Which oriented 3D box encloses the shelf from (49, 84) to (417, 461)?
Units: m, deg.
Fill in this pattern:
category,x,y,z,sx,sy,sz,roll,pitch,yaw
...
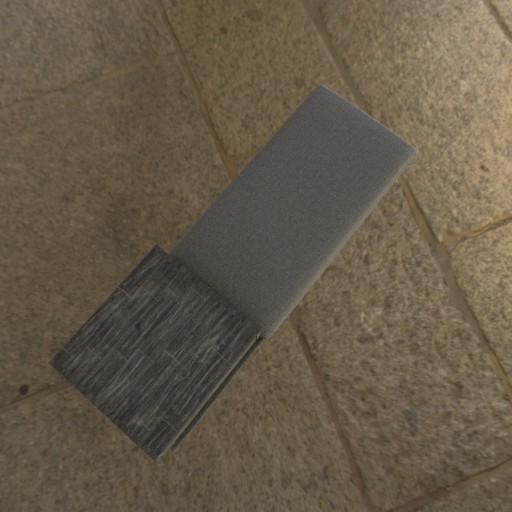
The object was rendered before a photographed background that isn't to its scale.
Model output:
category,x,y,z,sx,sy,sz,roll,pitch,yaw
shelf,0.000,0.000,1.623,0.457,0.633,1.342,38,78,9
